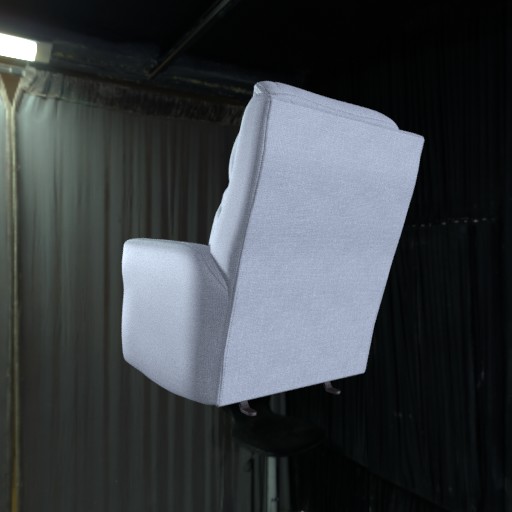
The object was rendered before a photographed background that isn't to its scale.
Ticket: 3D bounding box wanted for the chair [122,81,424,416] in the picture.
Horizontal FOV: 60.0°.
[{"bbox_3d":[0.000,0.000,1.762,0.829,1.030,1.080,0,0,-36],"label":"chair"}]
